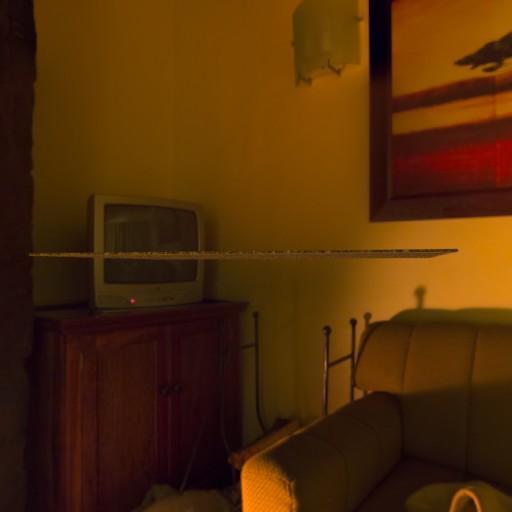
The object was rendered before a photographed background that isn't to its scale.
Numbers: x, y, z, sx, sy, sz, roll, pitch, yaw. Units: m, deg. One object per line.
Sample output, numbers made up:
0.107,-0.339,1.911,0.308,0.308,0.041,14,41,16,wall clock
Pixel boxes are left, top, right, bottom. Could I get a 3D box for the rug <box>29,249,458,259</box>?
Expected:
0.000,0.000,2.314,1.808,0.011,1.189,0,-1,18,rug
